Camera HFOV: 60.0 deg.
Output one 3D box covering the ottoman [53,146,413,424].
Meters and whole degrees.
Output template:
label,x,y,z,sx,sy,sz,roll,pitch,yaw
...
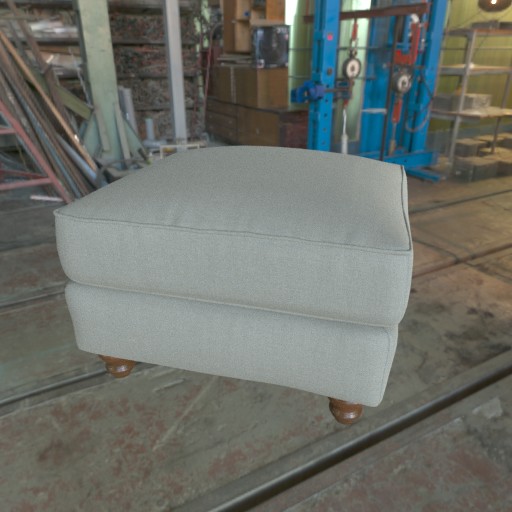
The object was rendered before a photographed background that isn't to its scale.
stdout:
label,x,y,z,sx,sy,sz,roll,pitch,yaw
ottoman,0.000,0.000,1.138,0.716,0.505,0.662,7,26,14
